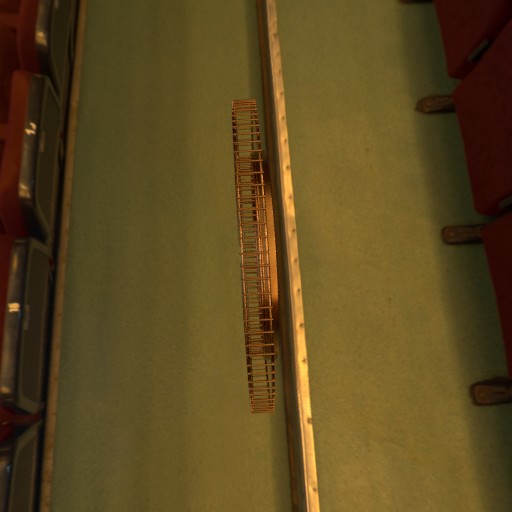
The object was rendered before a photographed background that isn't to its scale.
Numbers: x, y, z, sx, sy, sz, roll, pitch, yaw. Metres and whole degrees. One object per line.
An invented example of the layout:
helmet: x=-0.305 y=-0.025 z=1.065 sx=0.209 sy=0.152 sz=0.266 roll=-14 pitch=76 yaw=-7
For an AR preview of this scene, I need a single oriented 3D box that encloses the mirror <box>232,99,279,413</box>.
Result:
mirror: x=0.000 y=0.000 z=1.054 sx=0.067 sy=0.703 sz=0.703 roll=-4 pitch=74 yaw=-1
